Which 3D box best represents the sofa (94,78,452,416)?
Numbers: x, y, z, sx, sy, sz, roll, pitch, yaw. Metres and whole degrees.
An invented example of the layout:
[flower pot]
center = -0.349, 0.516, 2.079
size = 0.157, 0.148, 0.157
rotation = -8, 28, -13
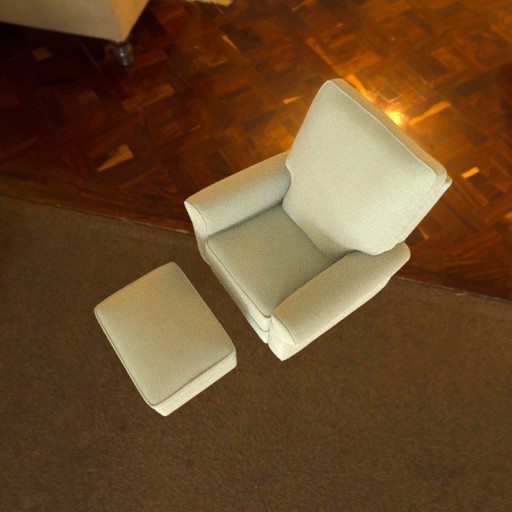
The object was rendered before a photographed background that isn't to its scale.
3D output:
[sofa]
center = 0.000, 0.000, 2.016
size = 1.478, 0.959, 0.880
rotation = -33, 67, -16
